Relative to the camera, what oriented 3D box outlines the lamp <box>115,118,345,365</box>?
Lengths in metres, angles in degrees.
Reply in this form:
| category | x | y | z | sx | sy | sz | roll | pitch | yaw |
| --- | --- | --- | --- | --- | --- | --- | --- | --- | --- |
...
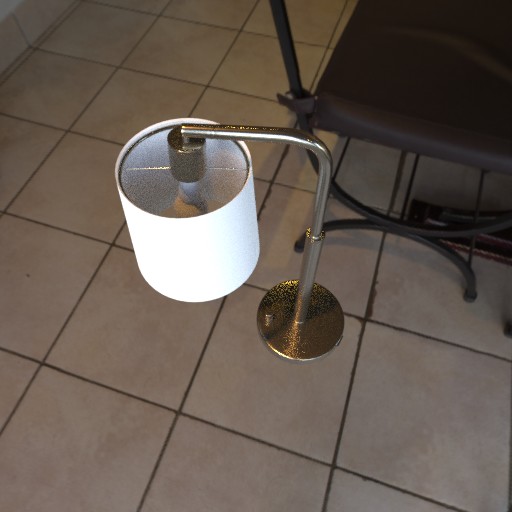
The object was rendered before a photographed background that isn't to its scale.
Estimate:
| category | x | y | z | sx | sy | sz | roll | pitch | yaw |
| --- | --- | --- | --- | --- | --- | --- | --- | --- | --- |
| lamp | 0.000 | 0.000 | 0.644 | 0.333 | 0.489 | 0.171 | 0 | 58 | 0 |
